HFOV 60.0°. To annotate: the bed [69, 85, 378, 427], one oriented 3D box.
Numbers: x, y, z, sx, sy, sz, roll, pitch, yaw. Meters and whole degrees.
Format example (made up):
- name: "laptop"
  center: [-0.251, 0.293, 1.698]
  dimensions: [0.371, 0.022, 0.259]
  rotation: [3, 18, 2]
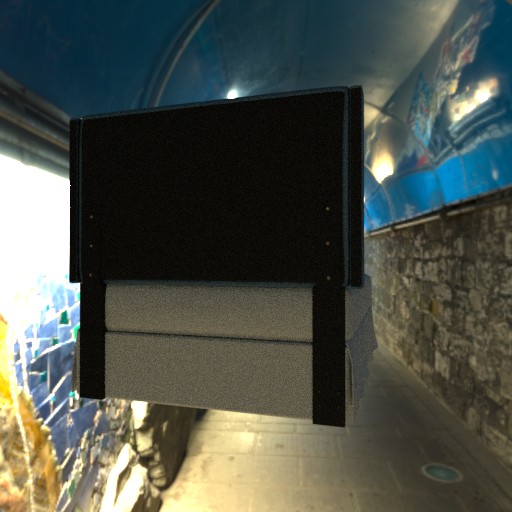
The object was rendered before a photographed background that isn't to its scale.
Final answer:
- name: "bed"
  center: [0.000, 0.000, 3.356]
  dimensions: [1.719, 1.665, 2.078]
  rotation: [0, 0, 18]
